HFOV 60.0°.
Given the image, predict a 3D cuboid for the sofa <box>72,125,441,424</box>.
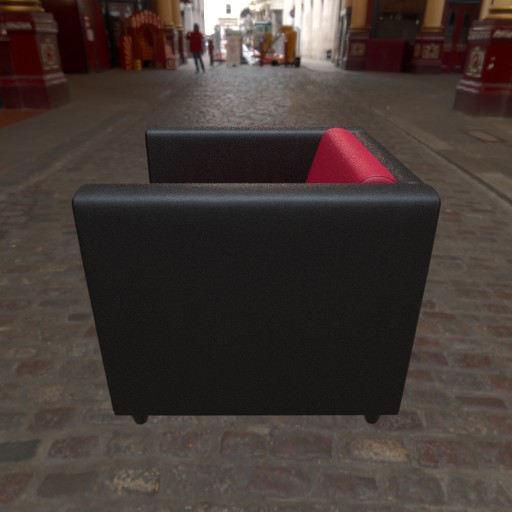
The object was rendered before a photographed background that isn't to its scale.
[{"bbox_3d":[0.000,0.000,1.457,0.809,0.724,0.839,0,27,0],"label":"sofa"}]
